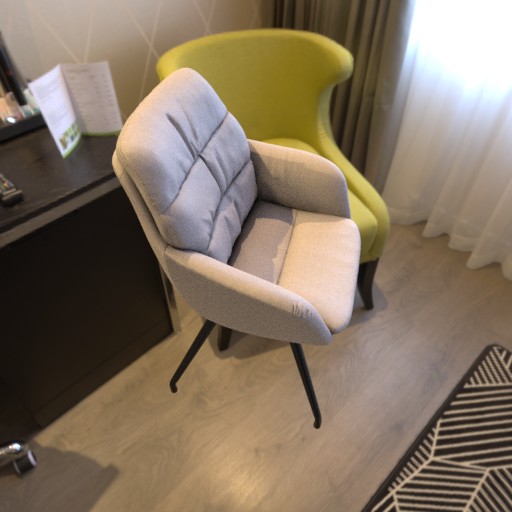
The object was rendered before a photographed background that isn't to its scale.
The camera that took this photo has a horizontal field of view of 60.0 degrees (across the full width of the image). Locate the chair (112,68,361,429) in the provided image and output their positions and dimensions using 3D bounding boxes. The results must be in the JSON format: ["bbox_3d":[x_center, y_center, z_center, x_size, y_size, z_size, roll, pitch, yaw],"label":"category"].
[{"bbox_3d":[0.000,0.000,1.248,0.569,0.888,0.579,11,47,10],"label":"chair"}]
